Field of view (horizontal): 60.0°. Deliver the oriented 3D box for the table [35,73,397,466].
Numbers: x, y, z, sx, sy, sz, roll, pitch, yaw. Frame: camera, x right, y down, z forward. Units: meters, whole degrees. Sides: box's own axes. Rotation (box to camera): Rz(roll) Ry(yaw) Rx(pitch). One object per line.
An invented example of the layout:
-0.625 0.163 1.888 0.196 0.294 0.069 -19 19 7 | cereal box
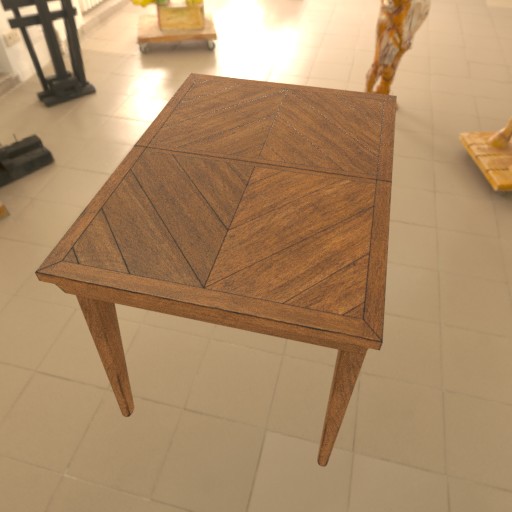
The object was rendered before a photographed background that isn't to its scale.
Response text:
0.000 0.000 1.538 0.757 0.760 1.027 10 47 9 | table
